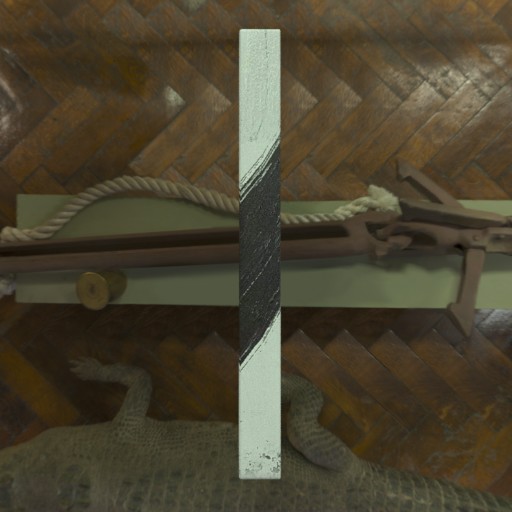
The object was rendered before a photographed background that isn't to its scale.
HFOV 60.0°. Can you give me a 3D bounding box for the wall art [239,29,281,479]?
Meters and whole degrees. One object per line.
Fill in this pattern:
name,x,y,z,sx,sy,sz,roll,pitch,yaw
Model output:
wall art,0.000,0.000,0.749,0.050,0.508,0.507,0,89,-1
